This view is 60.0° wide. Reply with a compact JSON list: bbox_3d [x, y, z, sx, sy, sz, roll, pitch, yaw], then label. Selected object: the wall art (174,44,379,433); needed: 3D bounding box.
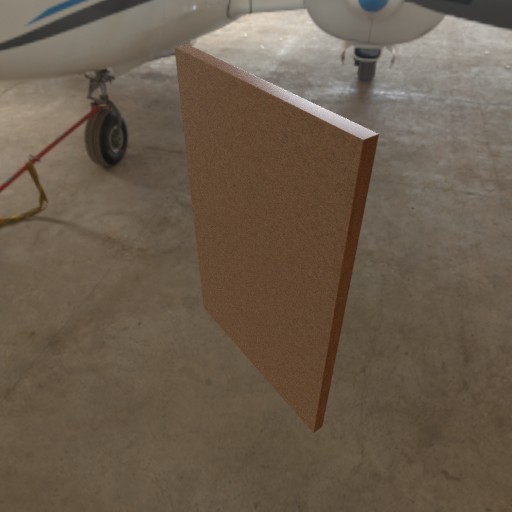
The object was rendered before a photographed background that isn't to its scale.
[{"bbox_3d":[0.000,0.000,1.178,0.037,0.914,0.610,-26,47,-27],"label":"wall art"}]
